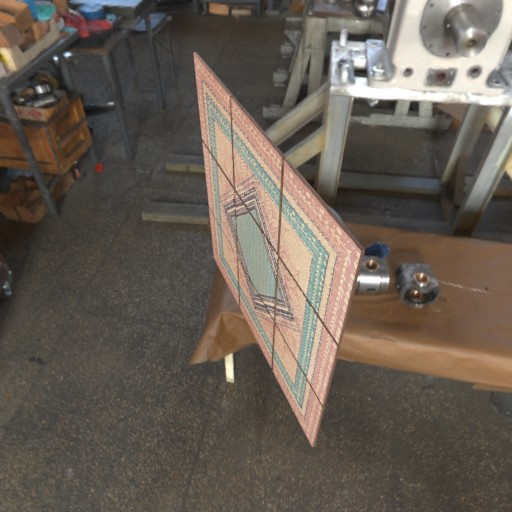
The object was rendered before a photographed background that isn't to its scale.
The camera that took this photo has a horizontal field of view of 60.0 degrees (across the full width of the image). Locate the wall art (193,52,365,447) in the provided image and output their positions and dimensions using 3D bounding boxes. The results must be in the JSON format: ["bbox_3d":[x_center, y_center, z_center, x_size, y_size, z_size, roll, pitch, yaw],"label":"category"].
[{"bbox_3d":[0.000,0.000,2.315,0.014,1.525,1.527,-18,49,-16],"label":"wall art"}]
